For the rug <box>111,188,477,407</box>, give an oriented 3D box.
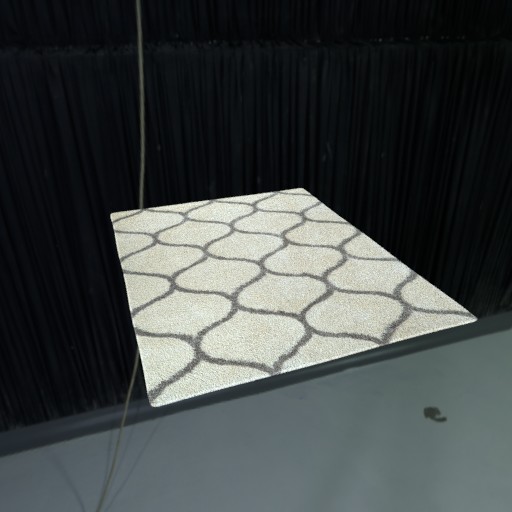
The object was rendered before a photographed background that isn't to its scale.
[{"bbox_3d":[0.000,0.000,4.137,2.399,0.026,3.000,-10,30,-18],"label":"rug"}]
